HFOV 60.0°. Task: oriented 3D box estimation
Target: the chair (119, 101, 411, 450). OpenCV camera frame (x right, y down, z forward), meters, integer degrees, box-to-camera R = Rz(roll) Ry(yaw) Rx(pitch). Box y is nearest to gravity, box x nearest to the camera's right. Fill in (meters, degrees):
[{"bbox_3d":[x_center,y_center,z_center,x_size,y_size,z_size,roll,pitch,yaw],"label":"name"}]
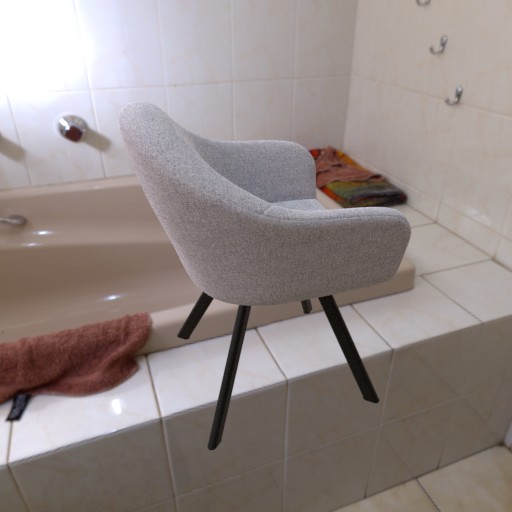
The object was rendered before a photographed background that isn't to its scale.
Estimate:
[{"bbox_3d":[0.000,0.000,1.134,0.570,0.780,0.540,-10,32,-16],"label":"chair"}]
